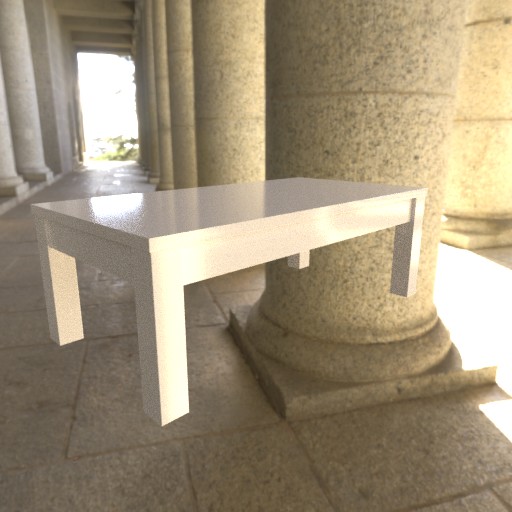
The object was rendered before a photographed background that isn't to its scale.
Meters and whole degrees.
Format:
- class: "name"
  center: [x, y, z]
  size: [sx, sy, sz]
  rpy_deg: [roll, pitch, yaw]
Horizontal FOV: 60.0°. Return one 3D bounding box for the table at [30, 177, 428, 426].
- class: "table"
  center: [0.000, 0.000, 1.706]
  size: [0.700, 0.470, 1.350]
  rpy_deg: [15, 21, 43]
